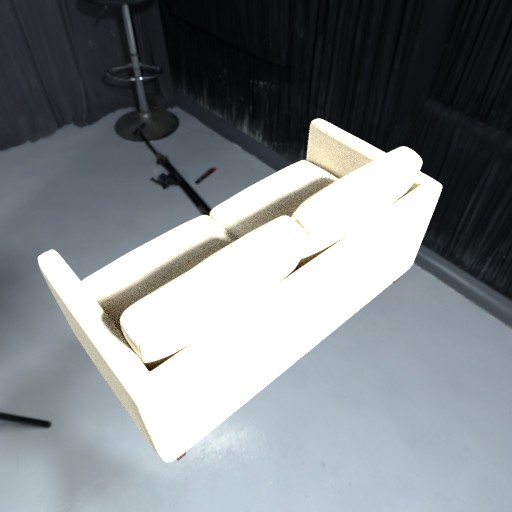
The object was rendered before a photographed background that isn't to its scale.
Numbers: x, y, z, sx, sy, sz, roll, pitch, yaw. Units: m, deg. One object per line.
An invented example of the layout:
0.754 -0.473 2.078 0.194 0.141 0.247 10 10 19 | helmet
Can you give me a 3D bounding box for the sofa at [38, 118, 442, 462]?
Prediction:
0.000 0.000 2.381 1.884 0.963 0.950 -32 55 -26 | sofa
